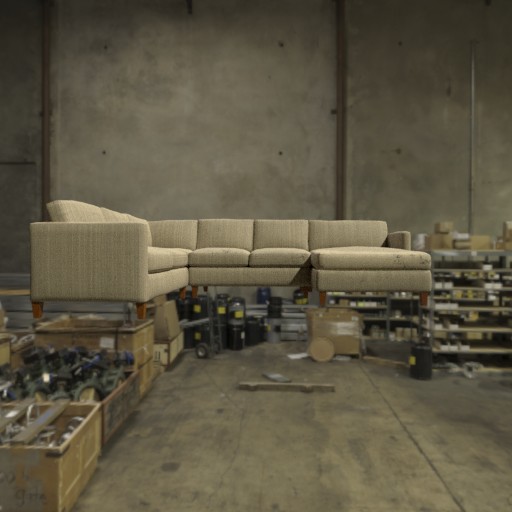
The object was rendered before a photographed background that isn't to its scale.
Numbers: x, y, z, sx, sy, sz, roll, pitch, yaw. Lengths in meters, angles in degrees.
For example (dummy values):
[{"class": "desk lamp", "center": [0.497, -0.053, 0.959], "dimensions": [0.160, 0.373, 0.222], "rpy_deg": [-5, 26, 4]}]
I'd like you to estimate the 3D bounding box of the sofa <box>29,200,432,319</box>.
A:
[{"class": "sofa", "center": [0.000, 0.000, 4.630], "dimensions": [3.460, 0.961, 2.594], "rpy_deg": [0, 0, 2]}]
